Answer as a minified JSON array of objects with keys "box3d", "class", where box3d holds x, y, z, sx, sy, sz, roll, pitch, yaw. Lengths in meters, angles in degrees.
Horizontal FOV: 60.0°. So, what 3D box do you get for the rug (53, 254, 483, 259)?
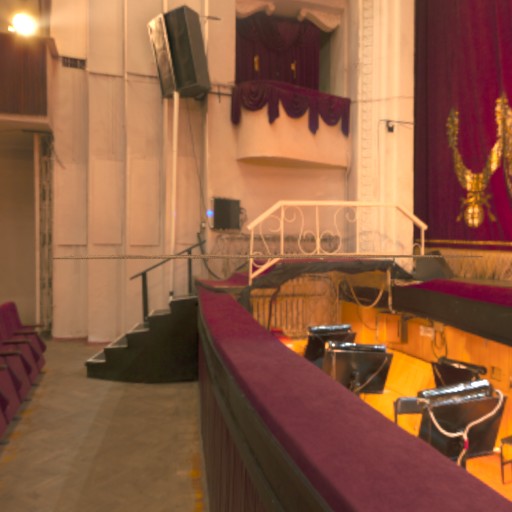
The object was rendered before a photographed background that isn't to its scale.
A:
[{"box3d":[0.000,0.000,2.320,1.813,0.006,1.202,0,1,-18],"class":"rug"}]
